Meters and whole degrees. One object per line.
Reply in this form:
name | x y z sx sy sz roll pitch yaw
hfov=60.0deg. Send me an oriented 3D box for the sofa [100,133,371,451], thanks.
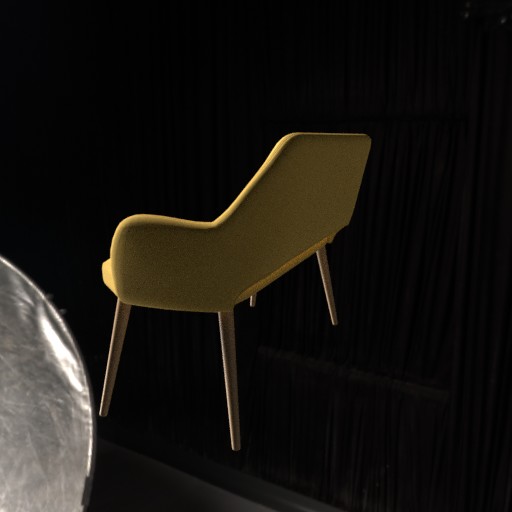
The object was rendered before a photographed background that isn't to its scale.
sofa | 0.000 0.000 1.582 0.610 0.840 1.150 7 17 25
